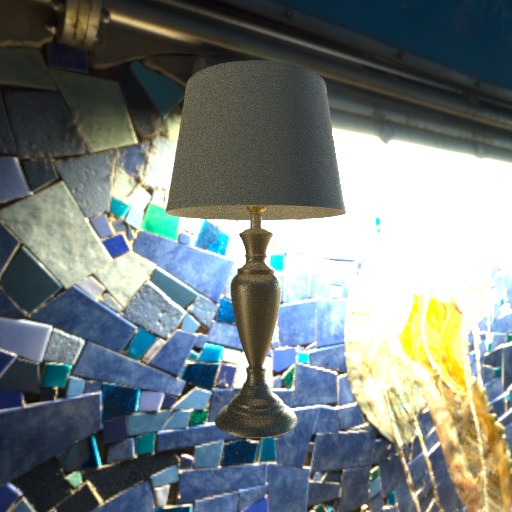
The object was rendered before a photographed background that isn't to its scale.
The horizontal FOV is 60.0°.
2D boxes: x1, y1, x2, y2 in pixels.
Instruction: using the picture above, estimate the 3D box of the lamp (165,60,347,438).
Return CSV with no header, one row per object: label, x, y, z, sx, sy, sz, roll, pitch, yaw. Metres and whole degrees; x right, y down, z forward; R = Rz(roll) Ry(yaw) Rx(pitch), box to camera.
lamp,0.000,0.000,0.819,0.328,0.612,0.328,0,1,0
